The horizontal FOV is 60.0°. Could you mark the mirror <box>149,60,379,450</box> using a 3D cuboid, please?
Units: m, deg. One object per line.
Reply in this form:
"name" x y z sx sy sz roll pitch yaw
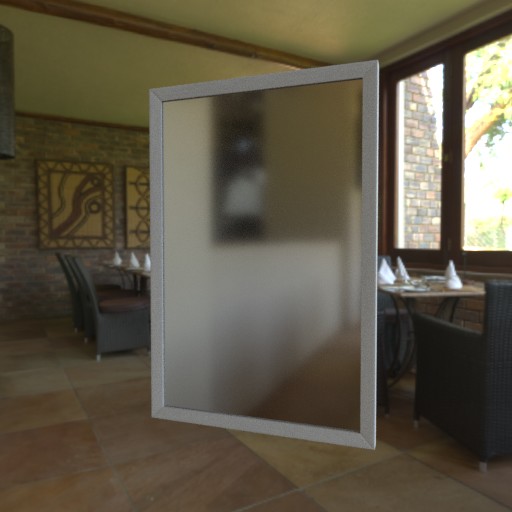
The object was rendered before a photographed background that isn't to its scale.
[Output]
"mirror" 0.000 0.000 1.155 0.609 0.915 0.040 1 2 19
